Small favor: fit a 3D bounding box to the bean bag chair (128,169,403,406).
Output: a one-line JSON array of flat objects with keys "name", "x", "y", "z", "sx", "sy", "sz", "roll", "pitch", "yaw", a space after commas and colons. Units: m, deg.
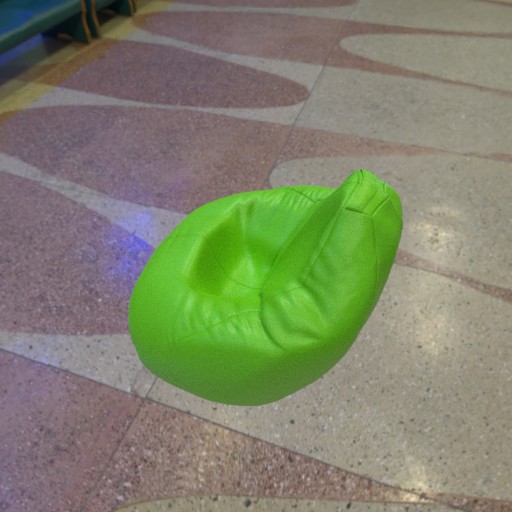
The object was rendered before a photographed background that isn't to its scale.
[{"name": "bean bag chair", "x": 0.000, "y": 0.000, "z": 1.872, "sx": 1.070, "sy": 0.990, "sz": 1.070, "roll": 16, "pitch": 49, "yaw": 15}]
